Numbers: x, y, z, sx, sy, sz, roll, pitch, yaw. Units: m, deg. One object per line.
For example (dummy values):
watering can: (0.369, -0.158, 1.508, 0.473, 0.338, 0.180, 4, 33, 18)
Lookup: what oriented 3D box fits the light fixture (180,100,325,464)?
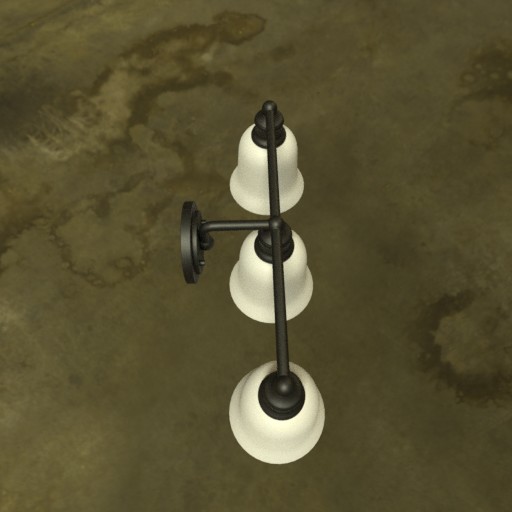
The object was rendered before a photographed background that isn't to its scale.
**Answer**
light fixture: (0.000, 0.000, 0.678, 0.198, 0.211, 0.570, -1, 63, -1)
